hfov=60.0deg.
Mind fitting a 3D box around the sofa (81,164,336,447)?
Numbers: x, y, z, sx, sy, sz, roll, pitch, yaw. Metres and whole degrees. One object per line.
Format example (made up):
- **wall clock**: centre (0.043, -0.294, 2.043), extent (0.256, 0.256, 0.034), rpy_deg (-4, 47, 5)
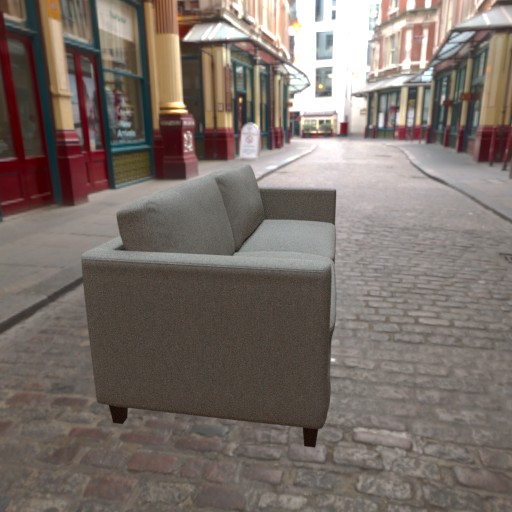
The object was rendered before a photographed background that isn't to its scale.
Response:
- **sofa**: centre (0.000, 0.000, 2.648), extent (0.956, 0.963, 2.208), rpy_deg (3, 16, 10)
